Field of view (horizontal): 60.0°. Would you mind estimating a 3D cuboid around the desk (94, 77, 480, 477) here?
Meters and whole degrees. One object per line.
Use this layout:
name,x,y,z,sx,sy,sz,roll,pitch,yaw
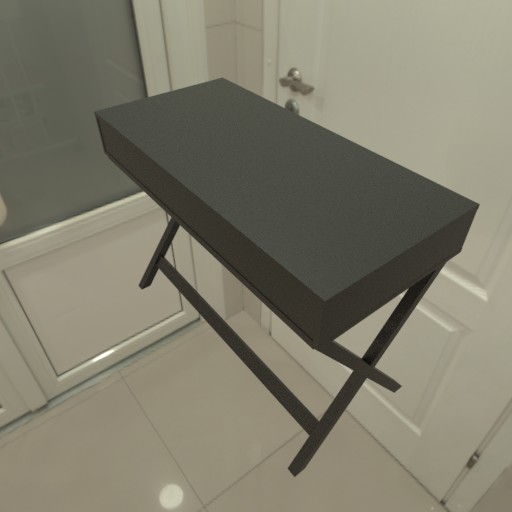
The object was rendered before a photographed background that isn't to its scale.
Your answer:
desk,0.000,0.000,1.490,0.504,0.780,1.057,-27,48,-28
